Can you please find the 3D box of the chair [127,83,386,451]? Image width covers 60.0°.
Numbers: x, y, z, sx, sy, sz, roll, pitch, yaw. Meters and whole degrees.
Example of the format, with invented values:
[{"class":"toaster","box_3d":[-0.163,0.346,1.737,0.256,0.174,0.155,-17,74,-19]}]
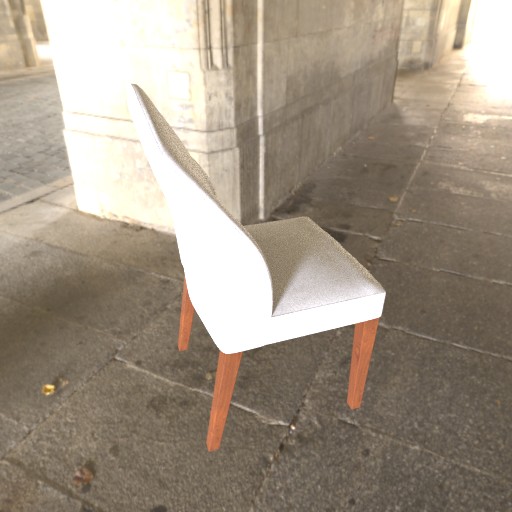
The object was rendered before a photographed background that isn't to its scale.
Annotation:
[{"class":"chair","box_3d":[0.000,0.000,1.188,0.540,0.893,0.472,-10,32,-17]}]
